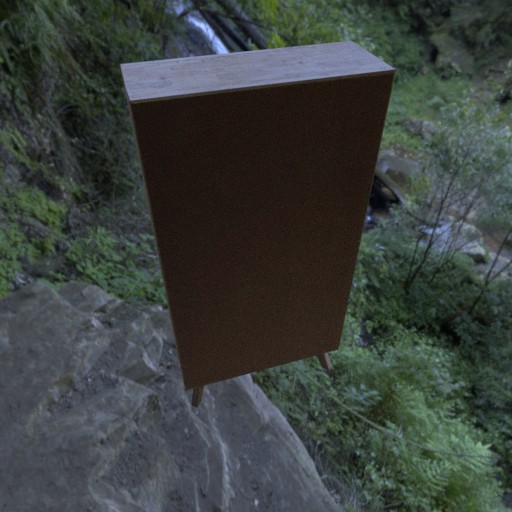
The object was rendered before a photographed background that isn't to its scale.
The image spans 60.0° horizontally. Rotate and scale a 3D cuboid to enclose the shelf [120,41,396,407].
[{"bbox_3d":[0.000,0.000,1.771,0.748,1.471,0.308,-12,43,-13],"label":"shelf"}]
